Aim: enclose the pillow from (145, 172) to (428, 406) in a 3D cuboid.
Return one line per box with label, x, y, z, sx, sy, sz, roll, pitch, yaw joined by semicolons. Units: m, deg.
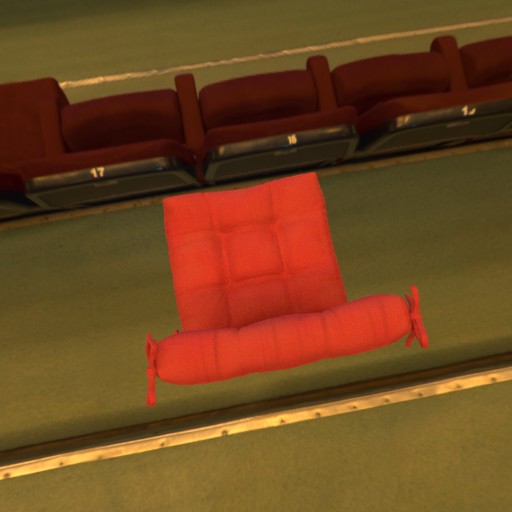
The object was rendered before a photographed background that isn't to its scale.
pillow;0.000;0.000;1.062;0.519;0.605;0.571;-11;75;-3
